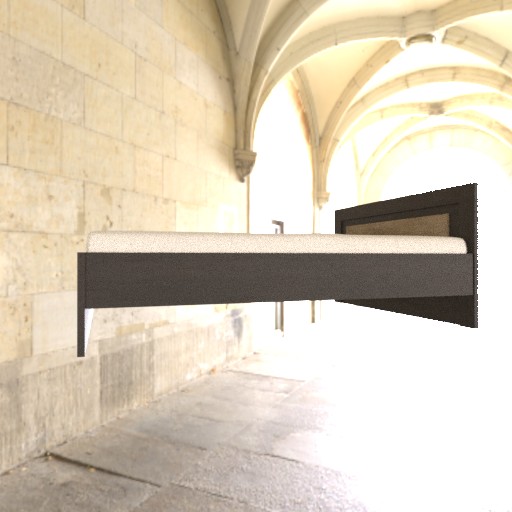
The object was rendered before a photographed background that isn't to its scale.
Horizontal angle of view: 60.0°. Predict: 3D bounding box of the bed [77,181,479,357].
[{"bbox_3d":[0.000,0.000,2.877,2.073,0.823,1.585,0,0,-19],"label":"bed"}]
